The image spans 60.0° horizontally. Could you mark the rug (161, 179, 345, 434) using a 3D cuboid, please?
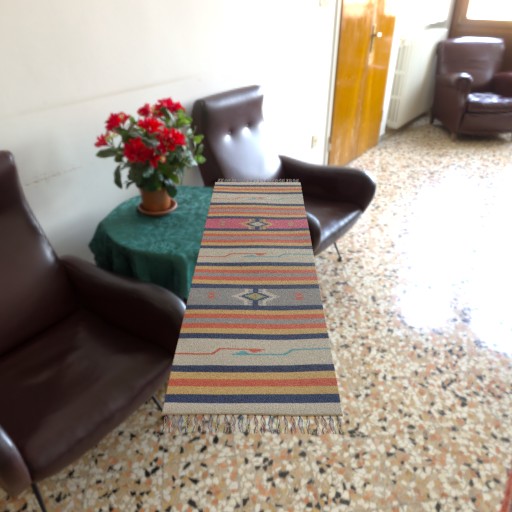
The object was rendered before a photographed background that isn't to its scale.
[{"bbox_3d":[0.000,0.000,2.660,0.695,0.017,2.455,0,32,1],"label":"rug"}]
